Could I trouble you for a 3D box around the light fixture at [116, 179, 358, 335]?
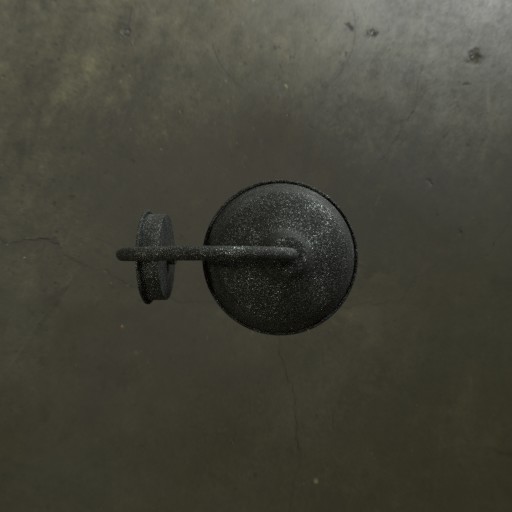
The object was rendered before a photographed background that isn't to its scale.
[{"bbox_3d":[0.000,0.000,0.491,0.283,0.300,0.216,0,89,0],"label":"light fixture"}]
